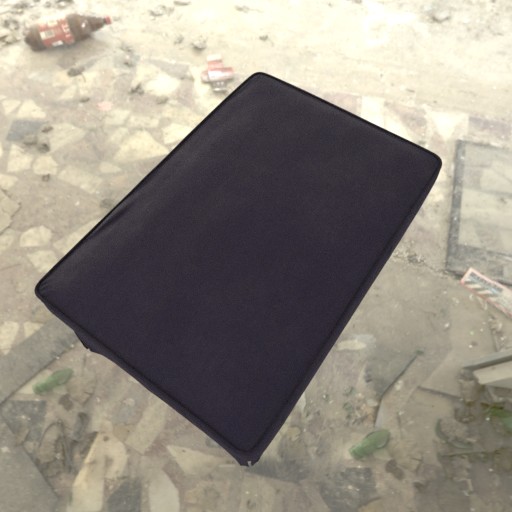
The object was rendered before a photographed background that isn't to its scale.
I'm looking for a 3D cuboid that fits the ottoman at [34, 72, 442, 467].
[{"bbox_3d":[0.000,0.000,1.269,0.637,0.503,0.938,32,66,16],"label":"ottoman"}]
